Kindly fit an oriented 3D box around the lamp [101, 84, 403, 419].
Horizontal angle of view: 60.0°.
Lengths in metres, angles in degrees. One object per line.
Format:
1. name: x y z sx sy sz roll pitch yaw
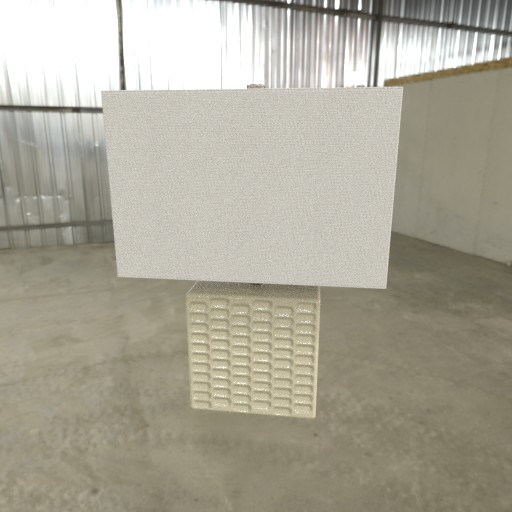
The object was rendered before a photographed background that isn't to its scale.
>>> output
1. lamp: 0.000 0.000 0.712 0.380 0.515 0.200 2 16 7
